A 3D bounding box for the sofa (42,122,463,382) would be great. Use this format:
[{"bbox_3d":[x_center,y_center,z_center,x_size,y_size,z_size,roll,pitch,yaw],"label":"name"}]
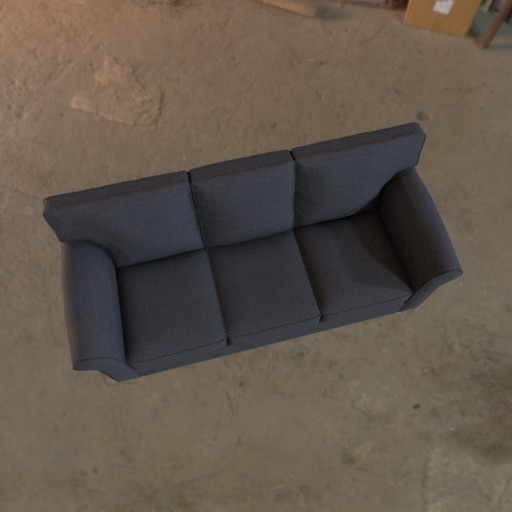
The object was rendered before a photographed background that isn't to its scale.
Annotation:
[{"bbox_3d":[0.000,0.000,2.567,2.084,0.966,0.909,-13,65,-6],"label":"sofa"}]
